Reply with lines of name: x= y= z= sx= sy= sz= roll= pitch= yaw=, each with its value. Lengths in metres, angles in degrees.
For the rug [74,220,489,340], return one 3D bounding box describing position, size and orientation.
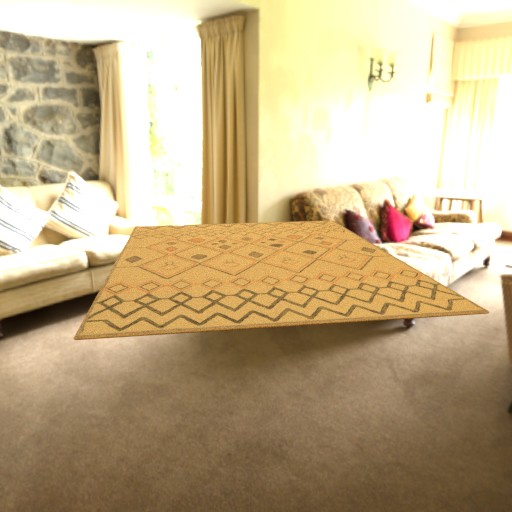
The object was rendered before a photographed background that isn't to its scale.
rug: x=0.000 y=0.000 z=3.994 sx=2.441 sy=0.016 sz=3.050 roll=-2 pitch=15 yaw=-8
